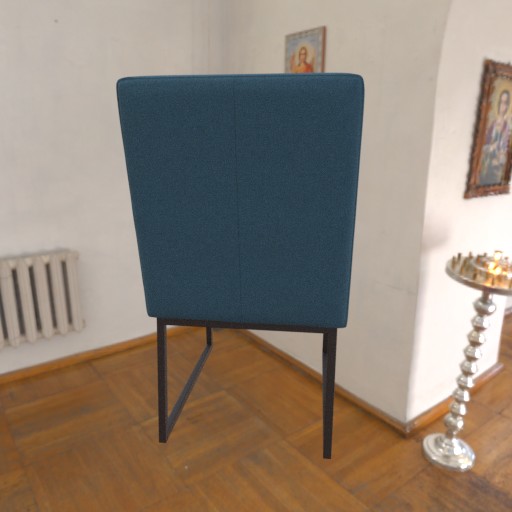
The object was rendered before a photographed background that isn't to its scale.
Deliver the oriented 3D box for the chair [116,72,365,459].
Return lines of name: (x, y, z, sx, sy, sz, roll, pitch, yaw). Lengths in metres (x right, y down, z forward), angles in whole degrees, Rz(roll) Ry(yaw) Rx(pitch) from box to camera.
chair: (0.000, 0.000, 1.291, 0.520, 0.930, 0.634, 2, 16, 8)
